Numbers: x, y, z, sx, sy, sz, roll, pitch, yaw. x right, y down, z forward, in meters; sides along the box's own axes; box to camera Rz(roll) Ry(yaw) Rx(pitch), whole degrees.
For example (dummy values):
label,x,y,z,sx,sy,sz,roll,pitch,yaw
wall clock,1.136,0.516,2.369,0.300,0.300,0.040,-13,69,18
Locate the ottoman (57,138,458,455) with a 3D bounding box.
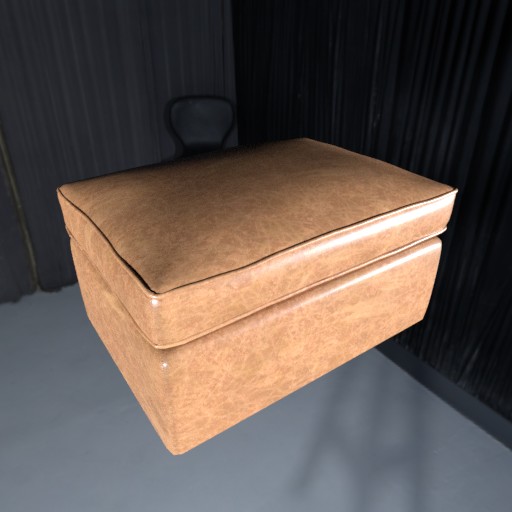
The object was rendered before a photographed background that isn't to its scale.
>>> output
label,x,y,z,sx,sy,sz,roll,pitch,yaw
ottoman,0.000,0.000,1.087,0.756,0.468,0.554,-19,35,-30
